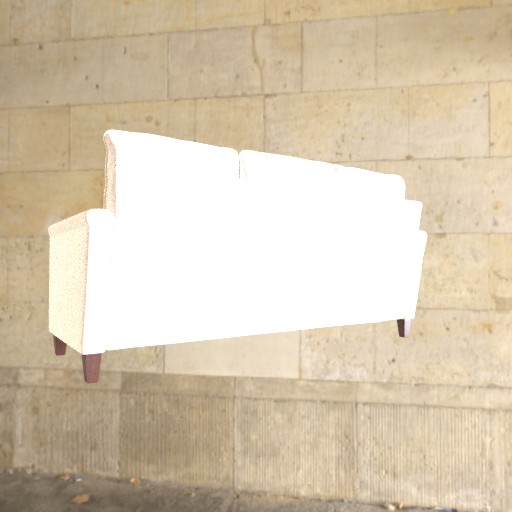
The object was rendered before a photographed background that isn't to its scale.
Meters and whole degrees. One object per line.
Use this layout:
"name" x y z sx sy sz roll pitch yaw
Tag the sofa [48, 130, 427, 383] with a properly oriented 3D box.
"sofa" 0.000 0.000 2.368 1.925 0.961 0.828 1 -1 -34
